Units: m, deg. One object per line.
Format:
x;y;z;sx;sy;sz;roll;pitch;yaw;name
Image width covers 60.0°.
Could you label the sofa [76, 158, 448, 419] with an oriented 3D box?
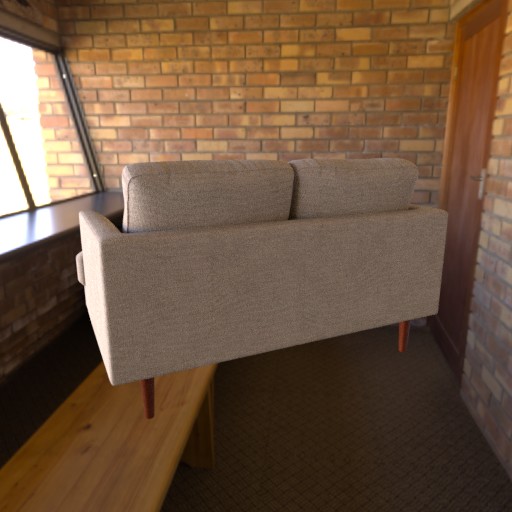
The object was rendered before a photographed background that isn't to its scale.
0.000;0.000;2.161;1.582;0.944;0.903;-7;16;-25;sofa
